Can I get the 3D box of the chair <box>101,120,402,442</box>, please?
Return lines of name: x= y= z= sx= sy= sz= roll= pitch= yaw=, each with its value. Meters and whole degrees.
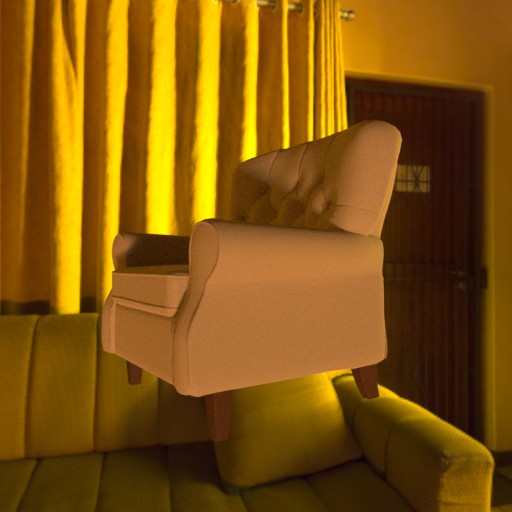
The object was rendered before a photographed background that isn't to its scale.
chair: x=0.000 y=0.000 z=1.970 sx=1.132 sy=1.169 sz=1.035 roll=0 pitch=-1 yaw=-35
